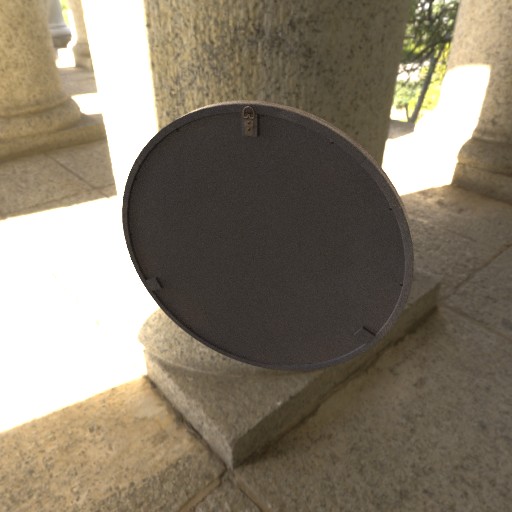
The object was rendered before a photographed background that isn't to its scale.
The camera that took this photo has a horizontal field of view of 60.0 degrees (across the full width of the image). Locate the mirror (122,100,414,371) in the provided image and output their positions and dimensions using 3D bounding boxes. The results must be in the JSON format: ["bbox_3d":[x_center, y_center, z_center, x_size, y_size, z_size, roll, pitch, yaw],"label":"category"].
[{"bbox_3d":[0.000,0.000,1.058,0.710,0.710,0.038,10,34,16],"label":"mirror"}]
